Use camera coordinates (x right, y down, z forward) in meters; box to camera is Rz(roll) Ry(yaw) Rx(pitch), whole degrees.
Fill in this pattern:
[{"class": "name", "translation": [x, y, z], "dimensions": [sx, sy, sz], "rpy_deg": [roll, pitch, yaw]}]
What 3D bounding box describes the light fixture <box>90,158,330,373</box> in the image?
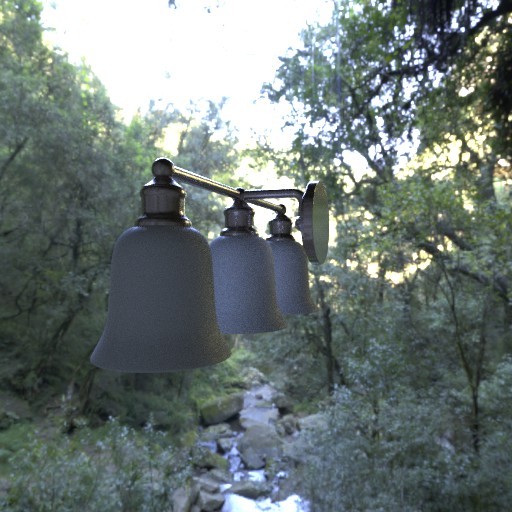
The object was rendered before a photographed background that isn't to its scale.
[{"class": "light fixture", "translation": [0.000, 0.000, 0.660], "dimensions": [0.198, 0.211, 0.570], "rpy_deg": [0, 0, 20]}]
